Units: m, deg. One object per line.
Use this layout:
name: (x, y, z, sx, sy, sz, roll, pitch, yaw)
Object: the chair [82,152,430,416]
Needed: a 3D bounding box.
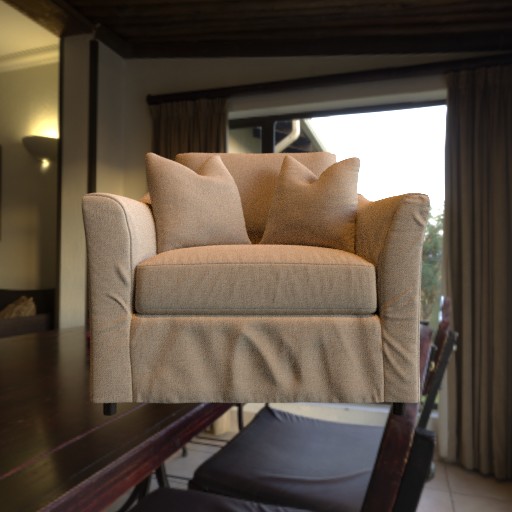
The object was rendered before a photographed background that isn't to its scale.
chair: (0.000, 0.000, 2.007, 1.194, 1.093, 1.071, 0, -1, 0)
